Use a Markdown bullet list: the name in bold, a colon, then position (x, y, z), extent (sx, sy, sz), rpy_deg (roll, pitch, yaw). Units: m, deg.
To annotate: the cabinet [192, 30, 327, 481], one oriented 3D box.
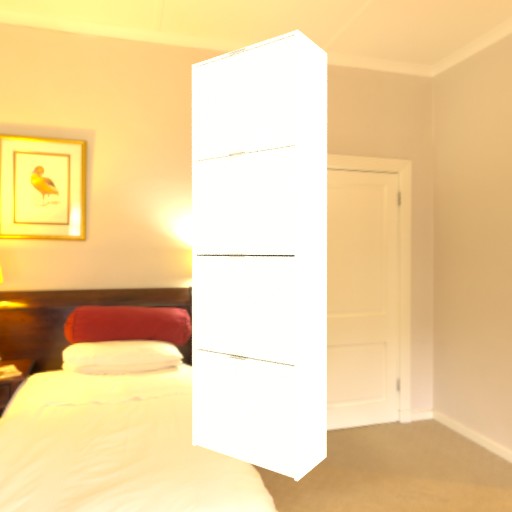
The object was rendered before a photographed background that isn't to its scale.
- **cabinet**: position (0.000, 0.000, 1.837), extent (0.520, 1.630, 0.255), rpy_deg (0, 1, 35)
